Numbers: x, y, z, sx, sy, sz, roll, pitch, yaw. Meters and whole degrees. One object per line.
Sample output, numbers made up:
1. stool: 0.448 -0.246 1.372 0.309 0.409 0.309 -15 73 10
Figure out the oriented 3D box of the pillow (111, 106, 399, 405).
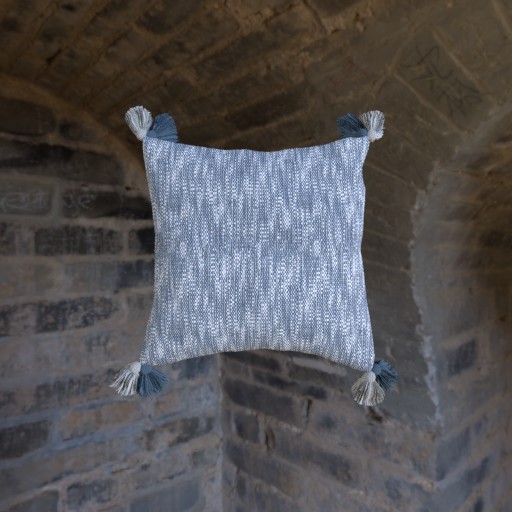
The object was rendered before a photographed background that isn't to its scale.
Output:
1. pillow: 0.000 0.000 0.917 0.614 0.634 0.138 0 0 0
